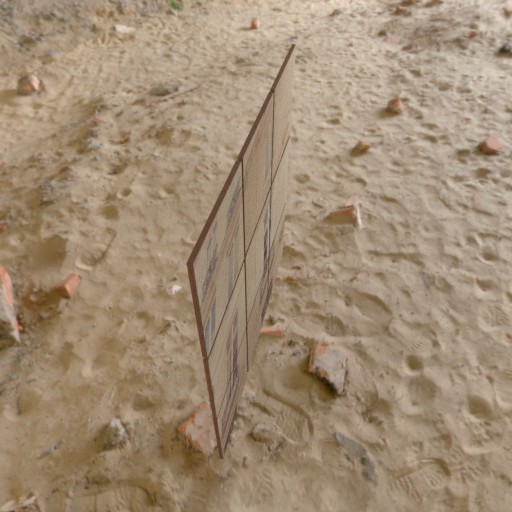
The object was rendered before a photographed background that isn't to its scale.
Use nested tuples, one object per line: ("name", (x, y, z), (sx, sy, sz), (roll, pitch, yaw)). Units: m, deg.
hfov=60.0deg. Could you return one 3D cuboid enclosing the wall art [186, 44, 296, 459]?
("wall art", (0.000, 0.000, 1.815), (0.024, 1.218, 1.221), (10, 48, 10))
